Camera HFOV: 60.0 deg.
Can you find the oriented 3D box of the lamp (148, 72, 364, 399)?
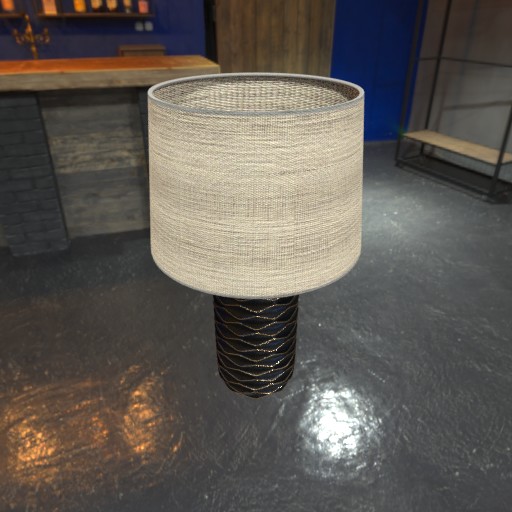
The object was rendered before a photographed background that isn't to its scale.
[{"bbox_3d":[0.000,0.000,0.827,0.376,0.594,0.376,0,30,0],"label":"lamp"}]
